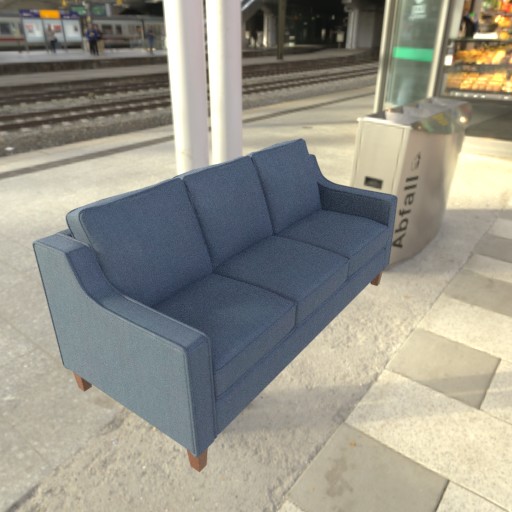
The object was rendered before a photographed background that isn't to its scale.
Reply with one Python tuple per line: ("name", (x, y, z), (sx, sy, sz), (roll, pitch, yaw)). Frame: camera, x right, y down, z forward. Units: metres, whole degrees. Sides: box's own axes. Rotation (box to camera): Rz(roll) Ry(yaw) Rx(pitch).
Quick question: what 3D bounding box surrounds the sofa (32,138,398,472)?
("sofa", (0.000, 0.000, 2.497), (0.911, 0.974, 1.986), (18, 32, 32))
